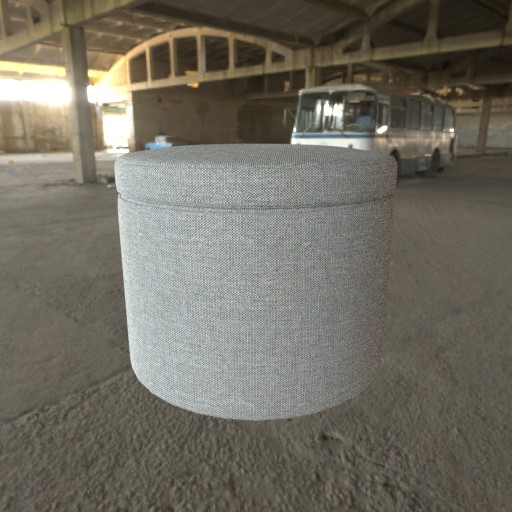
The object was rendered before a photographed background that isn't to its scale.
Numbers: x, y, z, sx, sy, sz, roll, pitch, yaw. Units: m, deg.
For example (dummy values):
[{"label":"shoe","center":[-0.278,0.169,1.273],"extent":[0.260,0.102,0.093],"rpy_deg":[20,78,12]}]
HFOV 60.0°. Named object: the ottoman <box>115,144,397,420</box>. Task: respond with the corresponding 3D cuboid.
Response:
[{"label":"ottoman","center":[0.000,0.000,0.863],"extent":[0.500,0.419,0.500],"rpy_deg":[0,16,0]}]
